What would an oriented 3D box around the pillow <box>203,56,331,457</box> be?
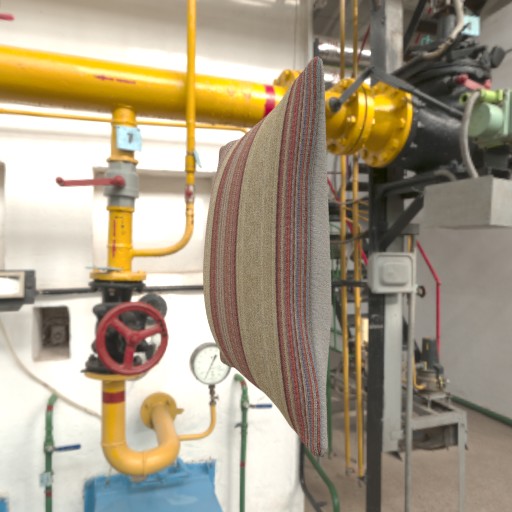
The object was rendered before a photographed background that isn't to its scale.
[{"bbox_3d":[0.000,0.000,0.659,0.136,0.419,0.437,0,0,-18],"label":"pillow"}]
